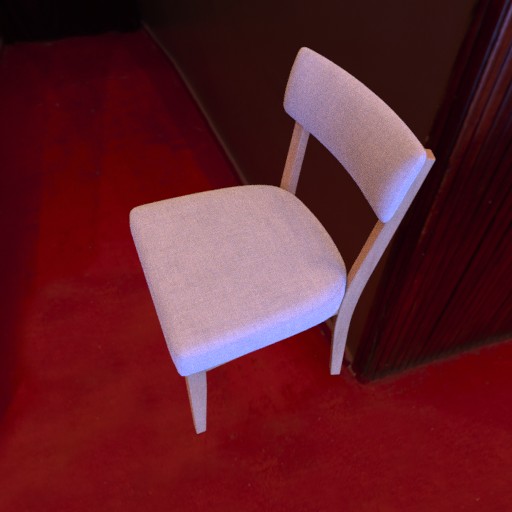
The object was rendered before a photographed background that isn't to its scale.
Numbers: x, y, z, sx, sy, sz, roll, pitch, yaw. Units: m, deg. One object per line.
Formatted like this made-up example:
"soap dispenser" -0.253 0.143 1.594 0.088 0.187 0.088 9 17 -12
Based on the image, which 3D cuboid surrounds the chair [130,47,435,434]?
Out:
"chair" 0.000 0.000 1.169 0.572 0.832 0.508 -17 50 -15
